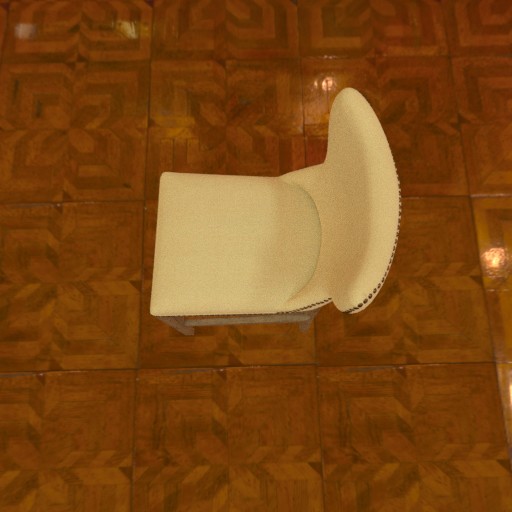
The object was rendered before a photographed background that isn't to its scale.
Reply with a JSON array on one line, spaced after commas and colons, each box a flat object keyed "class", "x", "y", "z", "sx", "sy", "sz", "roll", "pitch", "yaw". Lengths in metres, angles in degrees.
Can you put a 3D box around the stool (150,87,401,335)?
[{"class": "stool", "x": 0.000, "y": 0.000, "z": 1.432, "sx": 0.606, "sy": 1.123, "sz": 0.494, "roll": 1, "pitch": 75, "yaw": 0}]
